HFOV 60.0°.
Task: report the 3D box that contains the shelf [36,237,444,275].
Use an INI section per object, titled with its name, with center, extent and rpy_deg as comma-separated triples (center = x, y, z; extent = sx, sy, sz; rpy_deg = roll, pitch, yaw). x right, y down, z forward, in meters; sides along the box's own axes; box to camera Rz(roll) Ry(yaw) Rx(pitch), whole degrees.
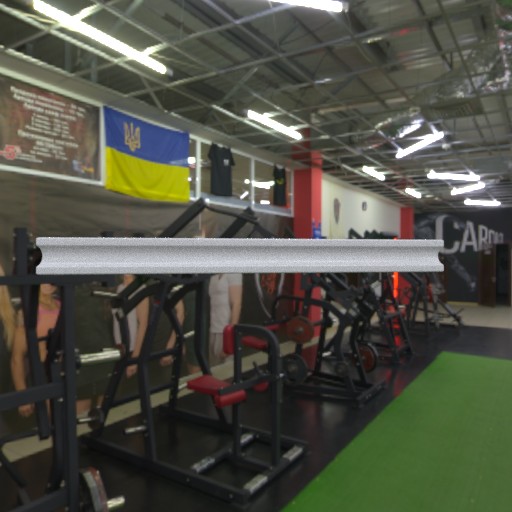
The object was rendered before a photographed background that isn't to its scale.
[shelf]
center = 0.000, 0.000, 0.449
extent = 0.296, 0.035, 0.296
rpy_deg = 0, 0, 35
